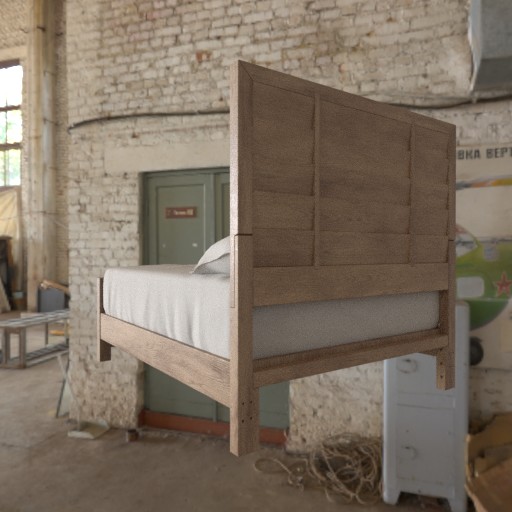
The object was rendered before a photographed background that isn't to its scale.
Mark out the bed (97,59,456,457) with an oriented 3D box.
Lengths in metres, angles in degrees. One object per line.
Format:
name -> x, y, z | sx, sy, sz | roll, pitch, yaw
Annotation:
bed -> 0.000, 0.000, 3.100 | 1.615, 1.631, 2.017 | 0, 1, -36
